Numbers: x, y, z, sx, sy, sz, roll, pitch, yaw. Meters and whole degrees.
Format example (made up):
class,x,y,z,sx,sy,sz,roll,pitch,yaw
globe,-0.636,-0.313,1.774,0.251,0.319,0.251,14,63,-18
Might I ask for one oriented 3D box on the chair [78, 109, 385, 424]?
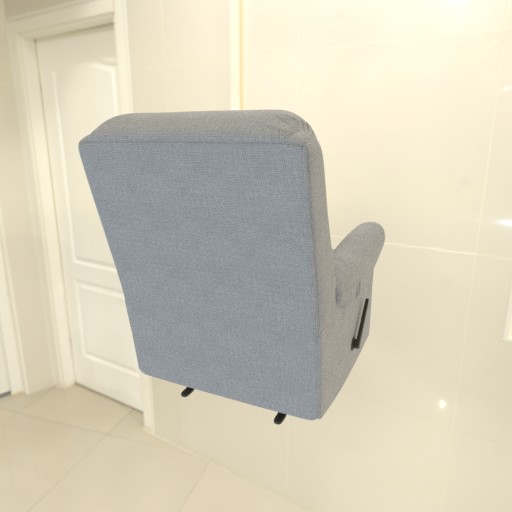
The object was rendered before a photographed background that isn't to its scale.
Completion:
class,x,y,z,sx,sy,sz,roll,pitch,yaw
chair,0.000,0.000,1.744,0.838,1.054,1.014,7,17,25
